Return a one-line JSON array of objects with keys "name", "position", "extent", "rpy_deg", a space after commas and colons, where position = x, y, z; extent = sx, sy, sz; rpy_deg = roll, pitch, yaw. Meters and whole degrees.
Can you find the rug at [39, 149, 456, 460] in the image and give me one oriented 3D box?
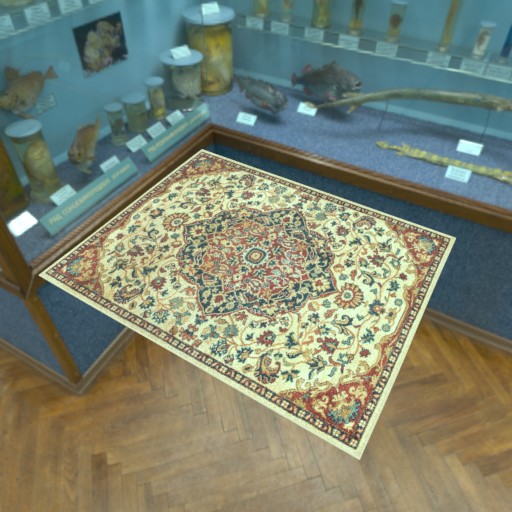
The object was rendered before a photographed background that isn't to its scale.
[{"name": "rug", "position": [0.000, 0.000, 4.137], "extent": [3.067, 0.005, 2.454], "rpy_deg": [23, 50, 22]}]
